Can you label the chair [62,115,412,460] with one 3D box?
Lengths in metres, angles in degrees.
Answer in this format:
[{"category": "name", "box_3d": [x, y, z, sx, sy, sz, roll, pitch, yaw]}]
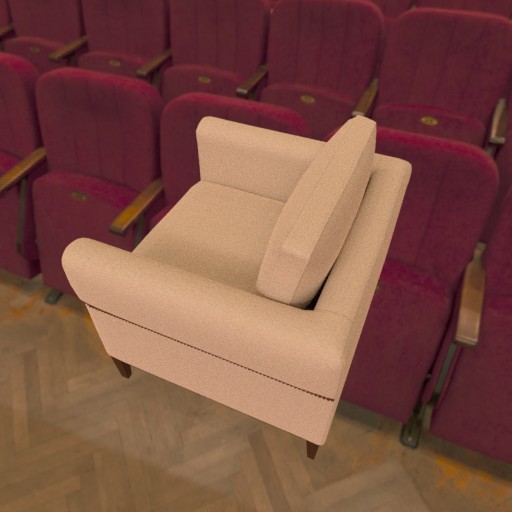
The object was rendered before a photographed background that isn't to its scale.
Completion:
[{"category": "chair", "box_3d": [0.000, 0.000, 1.675, 0.896, 0.915, 0.982, 17, 48, 16]}]
